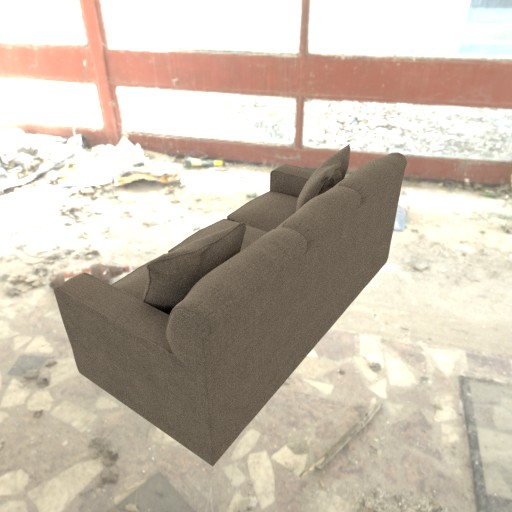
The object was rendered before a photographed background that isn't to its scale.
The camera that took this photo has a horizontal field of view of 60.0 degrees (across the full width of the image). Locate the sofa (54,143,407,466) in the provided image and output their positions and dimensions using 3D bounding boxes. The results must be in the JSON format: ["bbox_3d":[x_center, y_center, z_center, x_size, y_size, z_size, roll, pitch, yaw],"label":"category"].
[{"bbox_3d":[0.000,0.000,2.613,0.997,0.958,2.024,21,37,29],"label":"sofa"}]
